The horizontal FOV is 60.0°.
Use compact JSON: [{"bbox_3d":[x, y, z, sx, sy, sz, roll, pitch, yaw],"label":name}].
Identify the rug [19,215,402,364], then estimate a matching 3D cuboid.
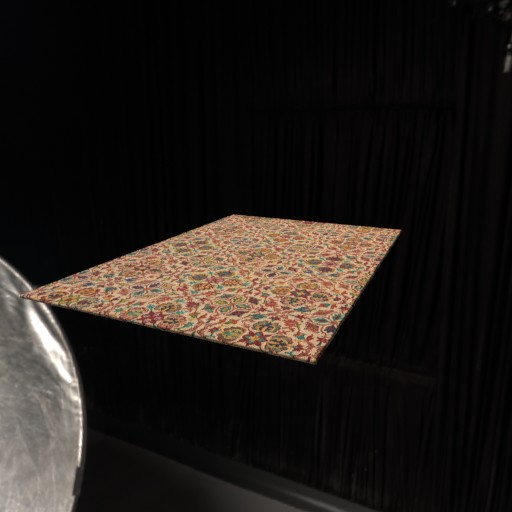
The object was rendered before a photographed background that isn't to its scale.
[{"bbox_3d":[0.000,0.000,2.894,1.541,0.018,2.297,7,18,24],"label":"rug"}]
